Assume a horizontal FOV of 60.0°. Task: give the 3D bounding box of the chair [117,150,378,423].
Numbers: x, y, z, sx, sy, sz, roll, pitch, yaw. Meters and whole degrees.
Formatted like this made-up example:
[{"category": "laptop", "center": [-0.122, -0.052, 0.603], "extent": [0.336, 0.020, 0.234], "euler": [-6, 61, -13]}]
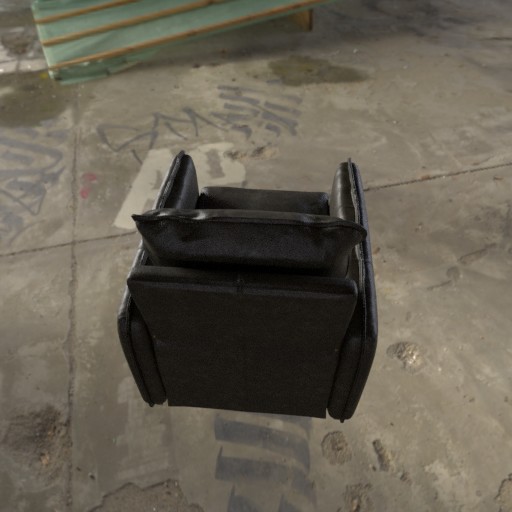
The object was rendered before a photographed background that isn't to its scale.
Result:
[{"category": "chair", "center": [0.000, 0.000, 1.641], "extent": [0.830, 0.921, 0.921], "euler": [4, 46, 3]}]
